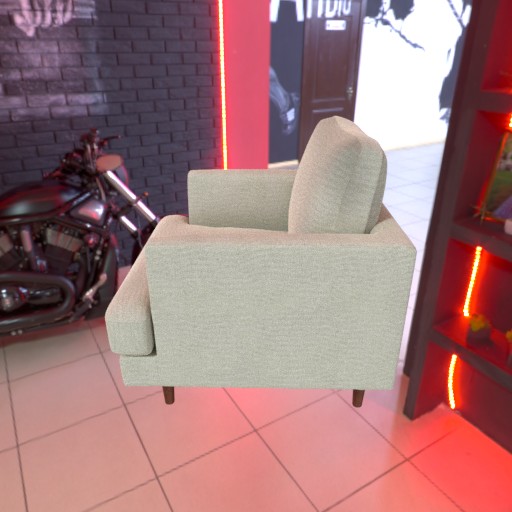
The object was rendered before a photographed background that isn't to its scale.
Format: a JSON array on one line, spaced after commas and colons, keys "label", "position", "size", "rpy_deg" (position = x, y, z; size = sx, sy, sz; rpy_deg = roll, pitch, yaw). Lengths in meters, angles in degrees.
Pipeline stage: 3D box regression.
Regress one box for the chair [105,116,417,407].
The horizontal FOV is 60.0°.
[{"label": "chair", "position": [0.000, 0.000, 1.665], "size": [0.899, 0.957, 0.858], "rpy_deg": [1, 26, 1]}]
